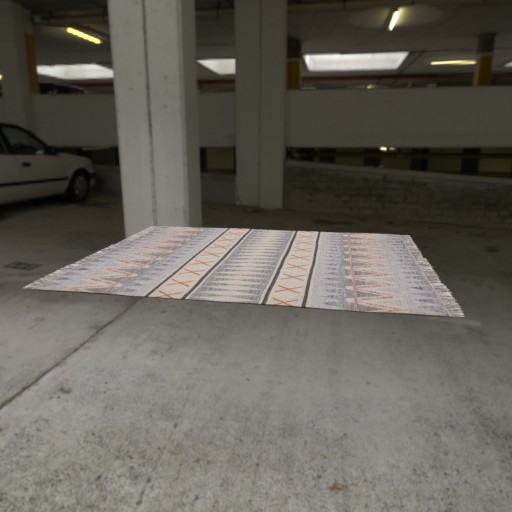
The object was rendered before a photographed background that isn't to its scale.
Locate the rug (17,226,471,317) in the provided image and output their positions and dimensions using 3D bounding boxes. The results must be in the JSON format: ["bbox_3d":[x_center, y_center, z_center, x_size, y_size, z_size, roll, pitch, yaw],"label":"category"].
[{"bbox_3d":[0.000,0.000,3.971,3.000,0.012,2.371,3,15,10],"label":"rug"}]
